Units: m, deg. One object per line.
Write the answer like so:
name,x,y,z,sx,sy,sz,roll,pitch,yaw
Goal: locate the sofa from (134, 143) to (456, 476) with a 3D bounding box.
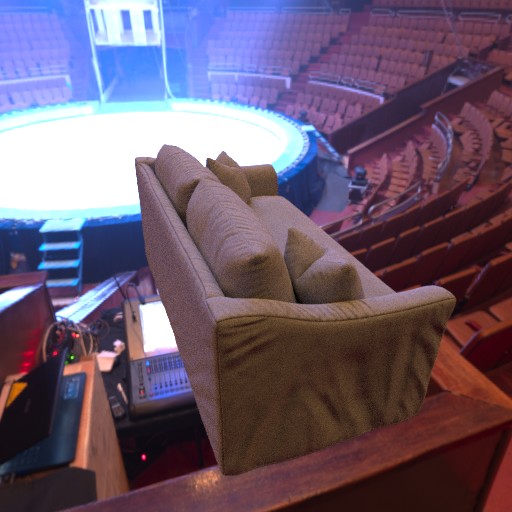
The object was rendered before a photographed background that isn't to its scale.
sofa,0.000,0.000,2.576,1.072,1.018,2.010,-11,31,-18
